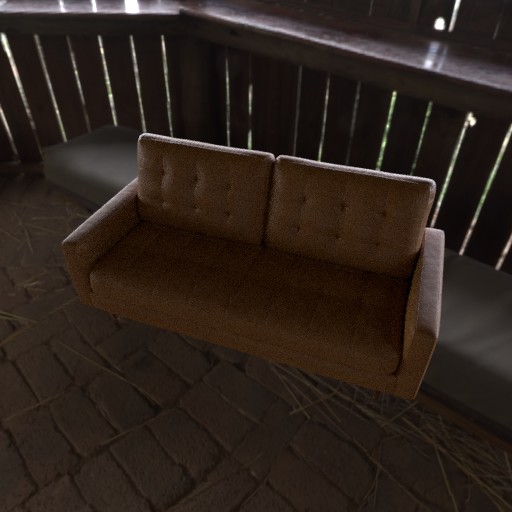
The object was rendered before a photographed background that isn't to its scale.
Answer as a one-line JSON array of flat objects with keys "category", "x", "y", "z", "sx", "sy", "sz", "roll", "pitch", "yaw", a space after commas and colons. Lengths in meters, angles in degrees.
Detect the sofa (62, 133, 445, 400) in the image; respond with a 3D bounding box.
[{"category": "sofa", "x": 0.000, "y": 0.000, "z": 2.322, "sx": 1.821, "sy": 0.898, "sz": 0.850, "roll": 13, "pitch": 41, "yaw": 15}]
